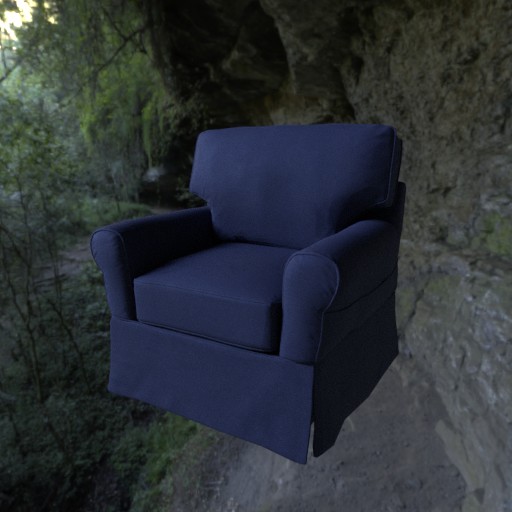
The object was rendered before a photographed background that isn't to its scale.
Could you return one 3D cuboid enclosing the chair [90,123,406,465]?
[{"bbox_3d":[0.000,0.000,1.951,1.119,1.140,1.002,7,15,28],"label":"chair"}]
